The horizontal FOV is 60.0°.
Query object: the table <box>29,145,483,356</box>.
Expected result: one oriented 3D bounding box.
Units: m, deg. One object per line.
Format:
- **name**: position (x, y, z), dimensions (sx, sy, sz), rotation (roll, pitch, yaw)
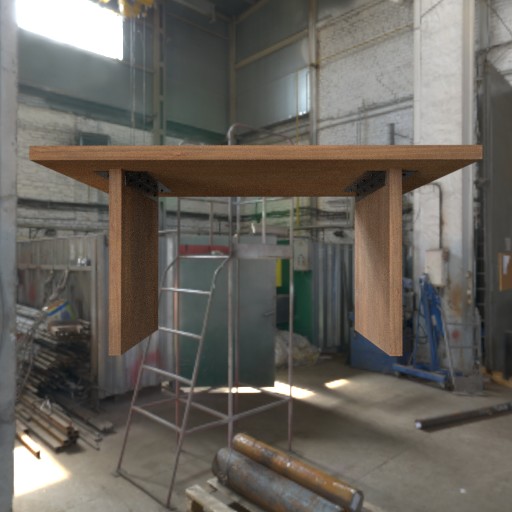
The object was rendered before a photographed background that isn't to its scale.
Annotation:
- **table**: position (0.000, 0.000, 2.042), dimensions (1.609, 0.780, 0.946), rotation (0, 0, 0)
